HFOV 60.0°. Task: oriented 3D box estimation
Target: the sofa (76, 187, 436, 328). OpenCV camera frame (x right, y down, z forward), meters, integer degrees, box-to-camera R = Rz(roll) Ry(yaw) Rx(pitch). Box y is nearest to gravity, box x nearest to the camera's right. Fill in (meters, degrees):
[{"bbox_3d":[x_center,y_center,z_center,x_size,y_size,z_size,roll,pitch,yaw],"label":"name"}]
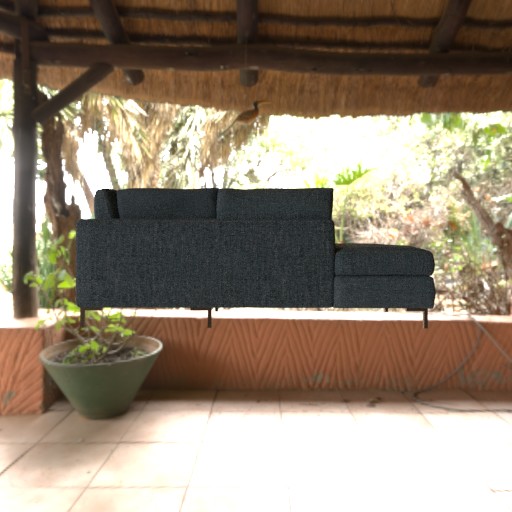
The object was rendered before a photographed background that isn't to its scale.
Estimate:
[{"bbox_3d":[0.000,0.000,3.630,1.879,0.753,2.737,0,0,0],"label":"sofa"}]
